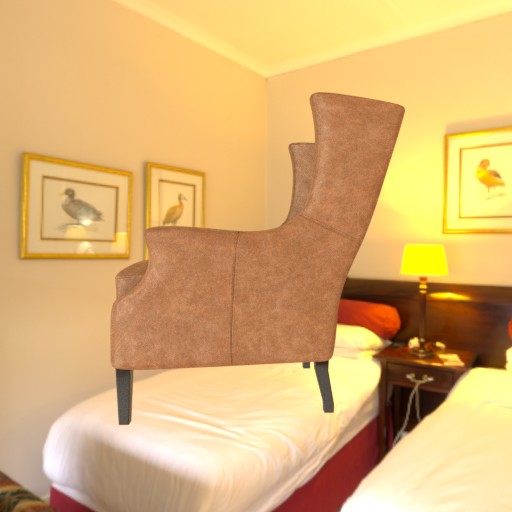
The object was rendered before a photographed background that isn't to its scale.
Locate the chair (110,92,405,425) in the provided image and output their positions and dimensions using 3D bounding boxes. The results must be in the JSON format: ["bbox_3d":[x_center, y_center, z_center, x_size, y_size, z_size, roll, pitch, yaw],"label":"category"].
[{"bbox_3d":[0.000,0.000,1.714,0.926,1.016,0.853,0,1,-1],"label":"chair"}]
